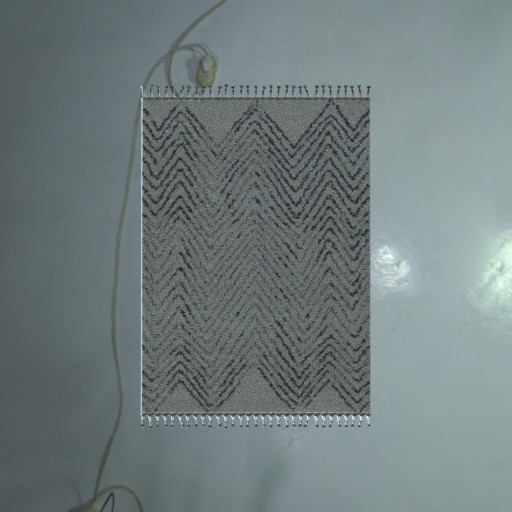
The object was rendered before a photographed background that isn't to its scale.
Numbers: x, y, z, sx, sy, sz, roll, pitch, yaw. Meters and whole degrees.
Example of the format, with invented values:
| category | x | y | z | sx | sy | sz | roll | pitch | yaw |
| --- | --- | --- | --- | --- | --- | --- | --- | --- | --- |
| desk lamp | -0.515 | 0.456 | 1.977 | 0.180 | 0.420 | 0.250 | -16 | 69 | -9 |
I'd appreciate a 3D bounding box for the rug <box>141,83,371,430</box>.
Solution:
| category | x | y | z | sx | sy | sz | roll | pitch | yaw |
| --- | --- | --- | --- | --- | --- | --- | --- | --- | --- |
| rug | 0.000 | 0.000 | 2.356 | 1.230 | 0.014 | 1.847 | 0 | 90 | 0 |
